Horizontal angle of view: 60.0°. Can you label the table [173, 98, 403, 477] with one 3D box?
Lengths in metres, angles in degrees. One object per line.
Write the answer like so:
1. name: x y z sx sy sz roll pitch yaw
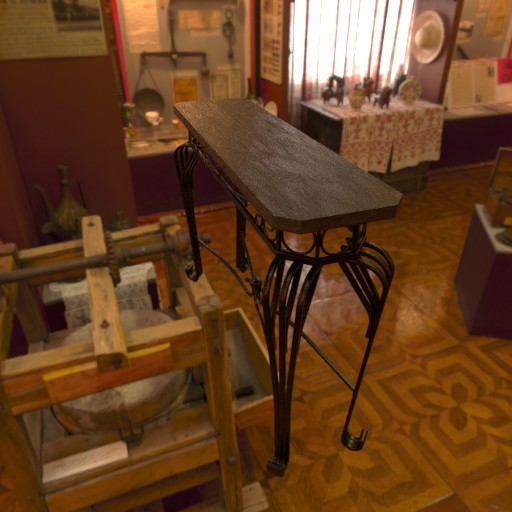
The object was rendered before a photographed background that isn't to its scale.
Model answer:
1. table: 0.000 0.000 1.485 0.329 0.800 1.112 -11 33 -17
